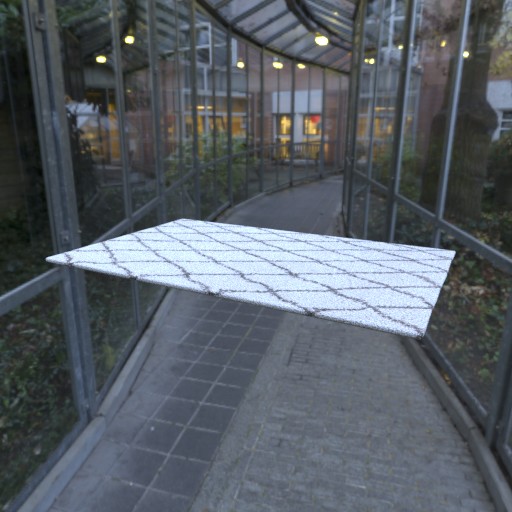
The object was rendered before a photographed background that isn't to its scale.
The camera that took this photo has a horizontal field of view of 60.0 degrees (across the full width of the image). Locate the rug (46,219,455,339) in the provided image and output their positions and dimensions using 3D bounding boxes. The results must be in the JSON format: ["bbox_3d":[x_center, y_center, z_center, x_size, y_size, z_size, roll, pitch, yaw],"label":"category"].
[{"bbox_3d":[0.000,0.000,3.094,2.438,0.030,1.524,9,18,27],"label":"rug"}]
